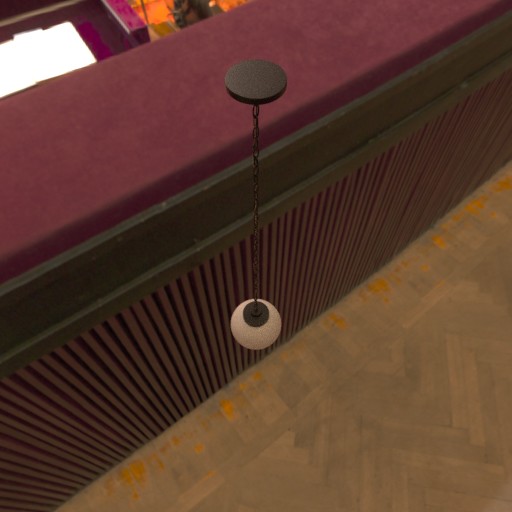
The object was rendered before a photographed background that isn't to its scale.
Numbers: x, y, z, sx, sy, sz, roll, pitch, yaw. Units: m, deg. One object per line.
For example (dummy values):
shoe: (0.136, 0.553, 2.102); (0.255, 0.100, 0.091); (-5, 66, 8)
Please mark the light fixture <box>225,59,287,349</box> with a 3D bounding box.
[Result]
light fixture: (0.000, 0.000, 2.015); (0.304, 1.867, 0.305); (-31, 63, -17)
